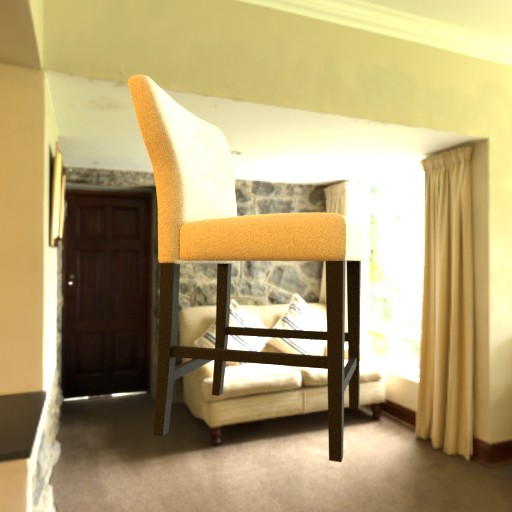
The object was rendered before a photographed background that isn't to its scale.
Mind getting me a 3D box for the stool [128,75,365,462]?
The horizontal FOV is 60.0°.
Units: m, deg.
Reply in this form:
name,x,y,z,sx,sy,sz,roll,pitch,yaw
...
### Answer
name,x,y,z,sx,sy,sz,roll,pitch,yaw
stool,0.000,0.000,1.321,0.603,0.972,0.514,0,-1,19
